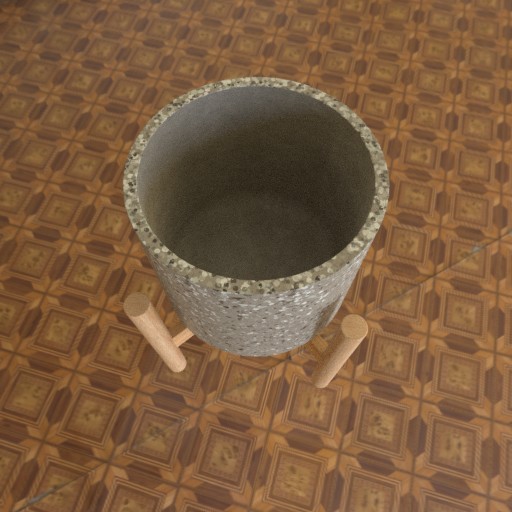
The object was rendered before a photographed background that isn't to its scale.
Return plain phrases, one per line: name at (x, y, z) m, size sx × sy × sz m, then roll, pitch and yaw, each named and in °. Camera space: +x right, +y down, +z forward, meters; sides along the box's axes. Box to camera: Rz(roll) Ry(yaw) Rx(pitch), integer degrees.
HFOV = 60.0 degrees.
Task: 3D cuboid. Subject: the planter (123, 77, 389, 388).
planter at (0.000, 0.000, 0.516) m, size 0.284 × 0.320 × 0.284 m, roll -15°, pitch 65°, yaw -7°
